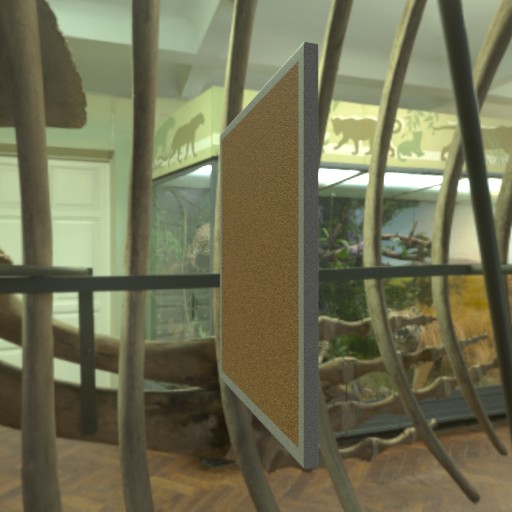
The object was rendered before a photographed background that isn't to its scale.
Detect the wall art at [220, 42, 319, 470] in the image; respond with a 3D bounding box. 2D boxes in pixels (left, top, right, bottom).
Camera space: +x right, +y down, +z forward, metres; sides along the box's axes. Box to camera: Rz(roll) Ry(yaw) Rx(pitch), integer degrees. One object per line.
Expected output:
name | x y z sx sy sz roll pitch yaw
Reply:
wall art | 0.000 0.000 0.769 0.020 0.536 0.444 0 0 -18
